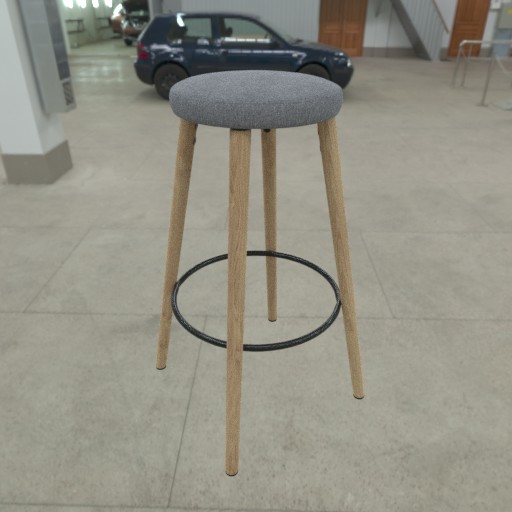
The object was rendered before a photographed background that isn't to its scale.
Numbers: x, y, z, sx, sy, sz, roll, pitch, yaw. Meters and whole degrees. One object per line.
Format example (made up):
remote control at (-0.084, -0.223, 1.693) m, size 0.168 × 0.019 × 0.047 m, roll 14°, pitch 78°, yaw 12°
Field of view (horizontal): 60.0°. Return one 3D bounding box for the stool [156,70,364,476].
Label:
stool at (0.000, 0.000, 1.000) m, size 0.410 × 0.770 × 0.410 m, roll -18°, pitch 35°, yaw -29°
